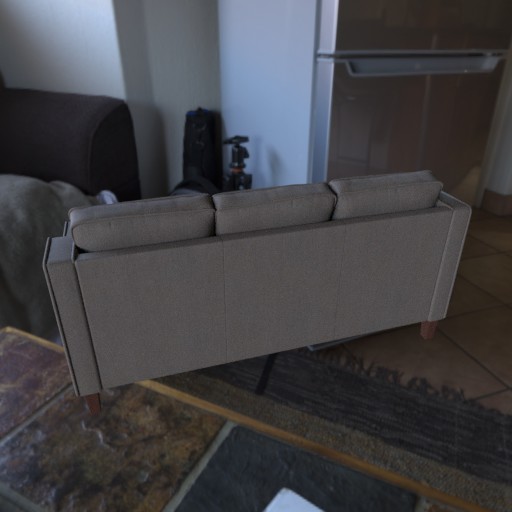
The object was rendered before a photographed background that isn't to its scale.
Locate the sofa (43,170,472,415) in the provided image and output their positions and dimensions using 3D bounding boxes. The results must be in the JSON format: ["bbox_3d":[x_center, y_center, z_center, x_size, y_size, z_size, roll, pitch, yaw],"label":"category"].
[{"bbox_3d":[0.000,0.000,2.478,1.986,0.974,0.911,-8,29,-16],"label":"sofa"}]
